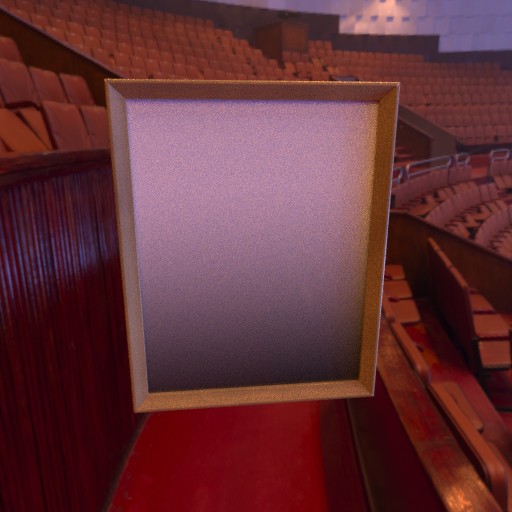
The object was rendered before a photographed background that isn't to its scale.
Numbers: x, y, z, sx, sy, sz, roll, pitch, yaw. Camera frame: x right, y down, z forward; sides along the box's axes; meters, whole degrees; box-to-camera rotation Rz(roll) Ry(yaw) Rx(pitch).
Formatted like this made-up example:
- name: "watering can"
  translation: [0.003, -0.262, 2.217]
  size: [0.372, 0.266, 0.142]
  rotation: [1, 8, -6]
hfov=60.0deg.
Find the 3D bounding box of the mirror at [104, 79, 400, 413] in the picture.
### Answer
- name: "mirror"
  translation: [0.000, 0.000, 0.693]
  size: [0.406, 0.509, 0.041]
  rotation: [-2, 16, -6]
